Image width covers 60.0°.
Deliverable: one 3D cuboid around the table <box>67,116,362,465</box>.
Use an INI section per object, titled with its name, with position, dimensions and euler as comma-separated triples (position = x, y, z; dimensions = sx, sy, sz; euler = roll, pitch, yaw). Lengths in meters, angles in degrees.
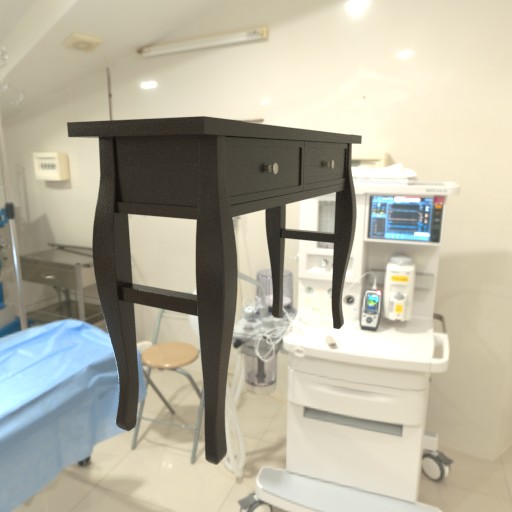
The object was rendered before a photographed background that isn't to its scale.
[table]
position = 0.000, 0.000, 1.413
dimensions = 0.373, 0.768, 1.062
euler = 7, 15, 27
